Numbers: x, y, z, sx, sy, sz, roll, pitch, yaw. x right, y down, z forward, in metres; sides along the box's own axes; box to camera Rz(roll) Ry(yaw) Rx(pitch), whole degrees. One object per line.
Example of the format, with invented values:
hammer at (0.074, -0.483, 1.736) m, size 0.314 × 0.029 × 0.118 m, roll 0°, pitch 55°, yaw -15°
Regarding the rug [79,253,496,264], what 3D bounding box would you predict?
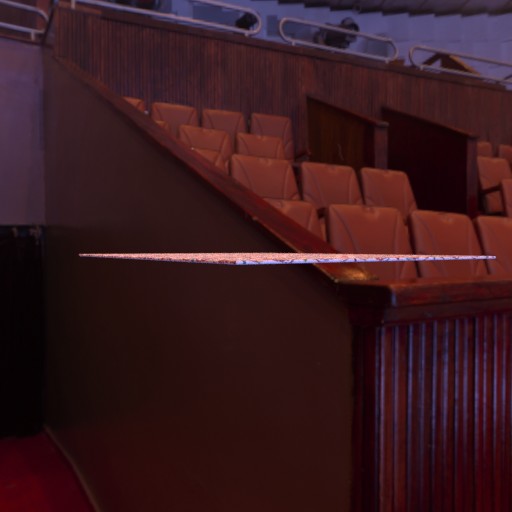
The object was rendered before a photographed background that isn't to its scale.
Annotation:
rug at (0.000, 0.000, 4.164) m, size 2.446 × 0.020 × 3.215 m, roll -1°, pitch 1°, yaw -35°
